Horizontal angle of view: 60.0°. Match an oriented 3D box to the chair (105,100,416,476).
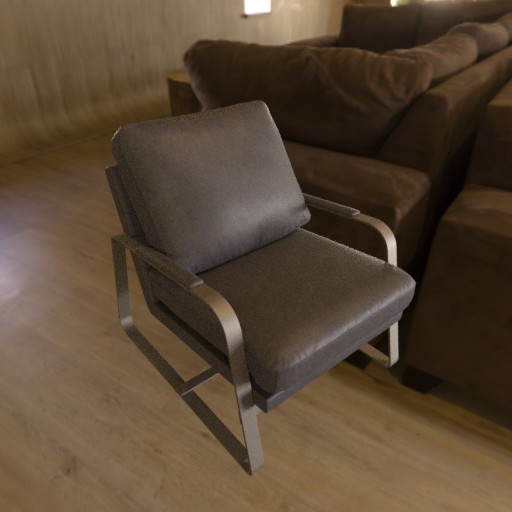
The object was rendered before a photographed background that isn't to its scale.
[{"bbox_3d":[0.000,0.000,1.480,0.692,0.839,0.878,-24,39,-33],"label":"chair"}]
